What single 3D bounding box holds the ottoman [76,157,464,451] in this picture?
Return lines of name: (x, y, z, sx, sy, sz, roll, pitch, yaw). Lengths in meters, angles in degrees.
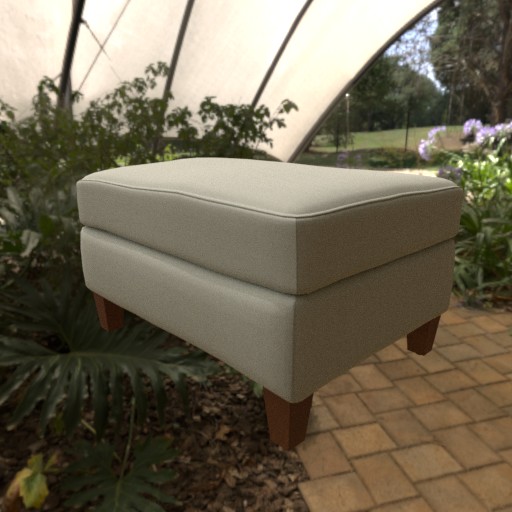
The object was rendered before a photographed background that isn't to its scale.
ottoman: (0.000, 0.000, 1.174, 0.634, 0.496, 0.818, -14, 21, -42)
